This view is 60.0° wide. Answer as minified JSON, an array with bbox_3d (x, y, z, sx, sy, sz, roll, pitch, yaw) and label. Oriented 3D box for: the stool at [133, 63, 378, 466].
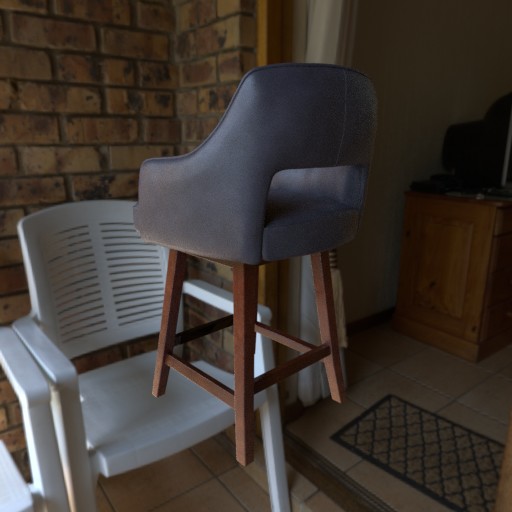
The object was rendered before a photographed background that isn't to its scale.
[{"bbox_3d":[0.000,0.000,1.245,0.550,0.936,0.560,-14,20,-41],"label":"stool"}]
